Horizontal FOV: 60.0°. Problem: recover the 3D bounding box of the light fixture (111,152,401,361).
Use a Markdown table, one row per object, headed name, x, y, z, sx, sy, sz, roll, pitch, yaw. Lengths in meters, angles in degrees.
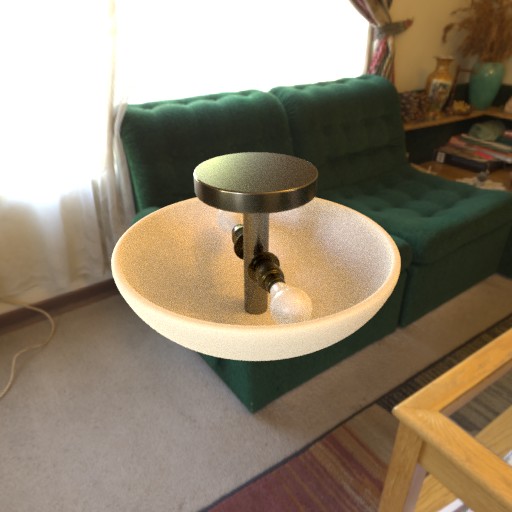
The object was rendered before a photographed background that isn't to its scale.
| name | x | y | z | sx | sy | sz | roll | pitch | yaw |
| --- | --- | --- | --- | --- | --- | --- | --- | --- | --- |
| light fixture | 0.000 | 0.000 | 0.533 | 0.330 | 0.214 | 0.330 | 0 | 30 | 0 |
